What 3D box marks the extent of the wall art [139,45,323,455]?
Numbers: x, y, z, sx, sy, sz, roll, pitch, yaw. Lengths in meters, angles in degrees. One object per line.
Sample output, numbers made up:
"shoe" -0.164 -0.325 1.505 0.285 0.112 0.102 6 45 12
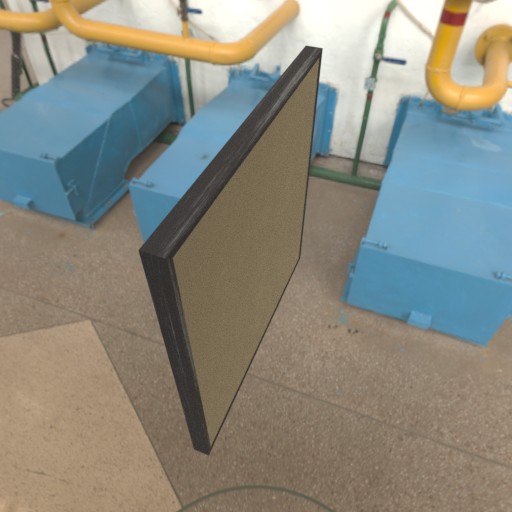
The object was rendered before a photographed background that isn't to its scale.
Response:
"wall art" 0.000 0.000 1.131 0.043 0.758 0.762 17 49 15
